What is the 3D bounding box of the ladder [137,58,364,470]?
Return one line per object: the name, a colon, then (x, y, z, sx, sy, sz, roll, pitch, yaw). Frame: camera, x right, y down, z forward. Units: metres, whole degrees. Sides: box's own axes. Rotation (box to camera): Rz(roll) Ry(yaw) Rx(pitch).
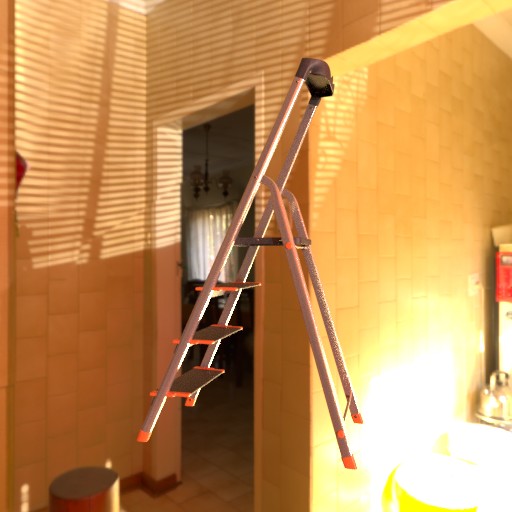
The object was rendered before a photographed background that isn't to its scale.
ladder: (0.000, 0.000, 1.809, 0.834, 1.429, 0.452, 0, 0, 16)
